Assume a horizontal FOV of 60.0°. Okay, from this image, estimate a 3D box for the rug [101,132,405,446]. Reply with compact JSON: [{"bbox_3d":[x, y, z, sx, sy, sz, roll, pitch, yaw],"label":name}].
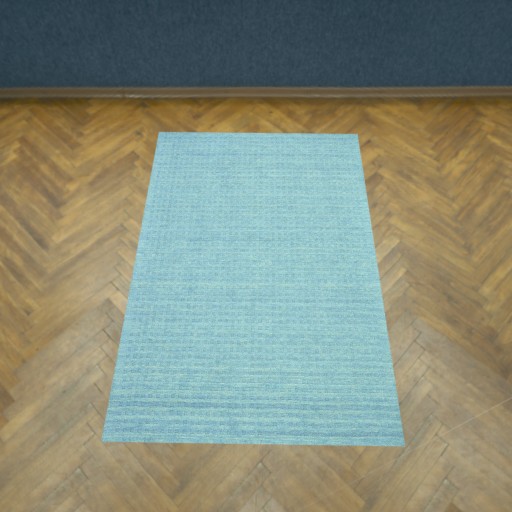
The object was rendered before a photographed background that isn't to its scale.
[{"bbox_3d":[0.000,0.000,3.661,1.982,0.006,2.895,1,58,0],"label":"rug"}]
